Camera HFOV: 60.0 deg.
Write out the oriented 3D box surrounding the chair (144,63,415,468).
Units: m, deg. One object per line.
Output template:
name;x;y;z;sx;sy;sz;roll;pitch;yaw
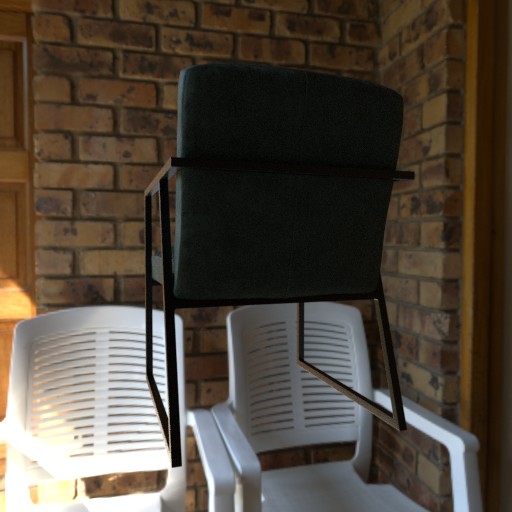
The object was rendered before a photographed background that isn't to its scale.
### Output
chair;0.000;0.000;1.266;0.571;0.833;0.677;-1;2;-18
